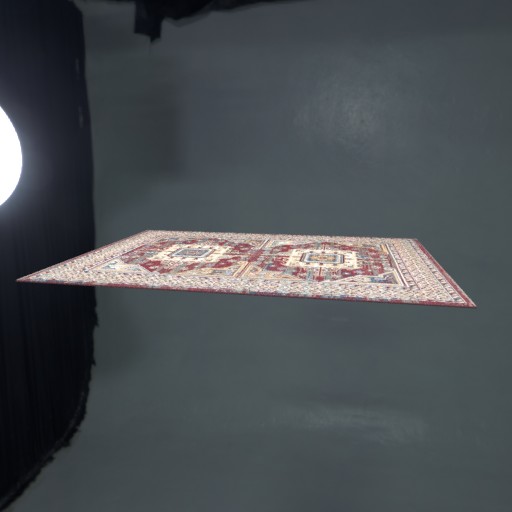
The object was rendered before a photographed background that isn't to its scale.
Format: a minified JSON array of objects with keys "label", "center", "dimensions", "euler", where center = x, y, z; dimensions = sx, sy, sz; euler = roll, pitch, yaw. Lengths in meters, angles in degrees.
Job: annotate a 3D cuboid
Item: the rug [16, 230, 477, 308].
[{"label":"rug","center":[0.000,0.000,2.844],"dimensions":[2.210,0.011,1.599],"euler":[2,13,10]}]
